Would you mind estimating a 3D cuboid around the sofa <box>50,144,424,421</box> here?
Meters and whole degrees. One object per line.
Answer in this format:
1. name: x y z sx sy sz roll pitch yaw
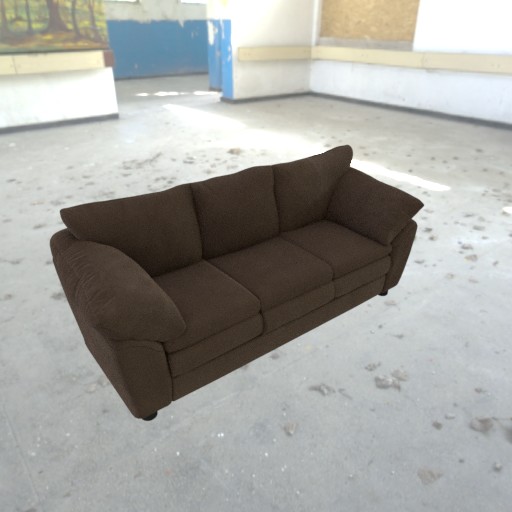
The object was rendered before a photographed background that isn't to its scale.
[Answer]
1. sofa: 0.000 0.000 2.847 2.336 1.015 0.878 -20 34 -33
